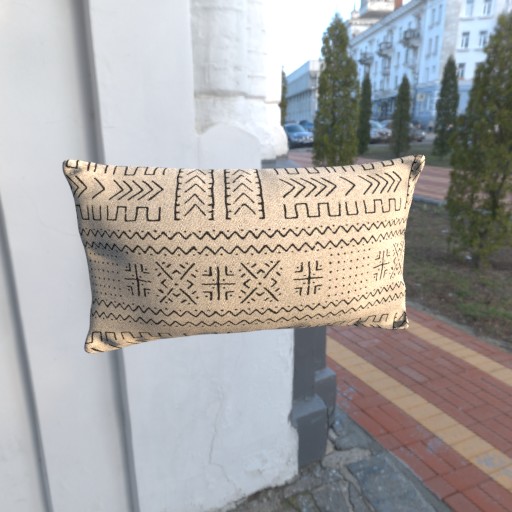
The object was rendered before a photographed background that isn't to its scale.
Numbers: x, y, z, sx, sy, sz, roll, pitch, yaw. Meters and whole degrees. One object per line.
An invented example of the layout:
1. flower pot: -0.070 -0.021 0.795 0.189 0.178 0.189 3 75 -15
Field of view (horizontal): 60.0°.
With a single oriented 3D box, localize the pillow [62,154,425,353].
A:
1. pillow: 0.000 0.000 0.804 0.637 0.352 0.188 -3 17 -9
